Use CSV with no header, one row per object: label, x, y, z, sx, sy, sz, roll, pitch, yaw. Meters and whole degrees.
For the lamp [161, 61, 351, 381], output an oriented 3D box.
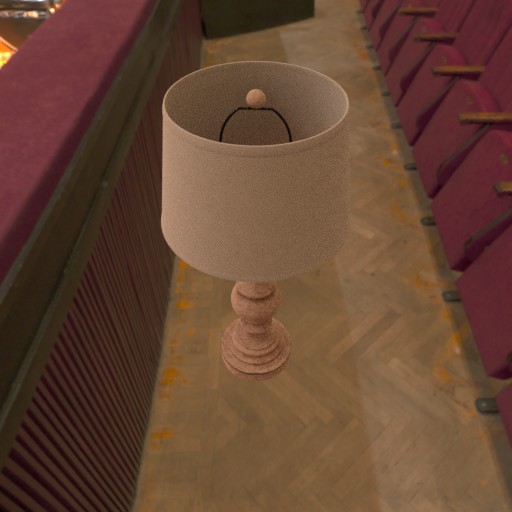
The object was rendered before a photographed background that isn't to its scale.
lamp,0.000,0.000,0.882,0.340,0.678,0.340,0,45,0
